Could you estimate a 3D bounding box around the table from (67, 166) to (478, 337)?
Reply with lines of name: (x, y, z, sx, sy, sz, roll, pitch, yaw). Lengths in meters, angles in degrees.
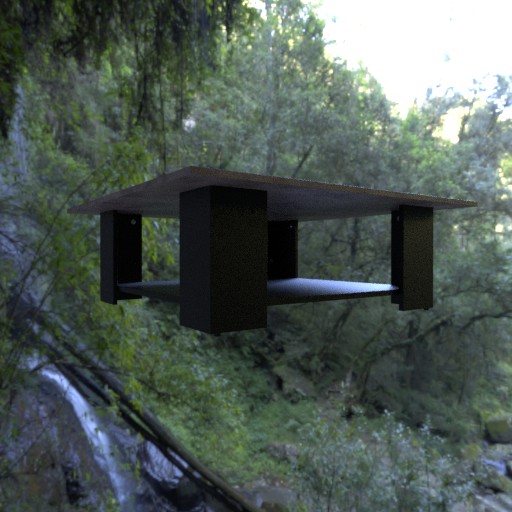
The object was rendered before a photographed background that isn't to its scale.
table: (0.000, 0.000, 1.348, 0.890, 0.305, 0.890, 0, 0, -35)
